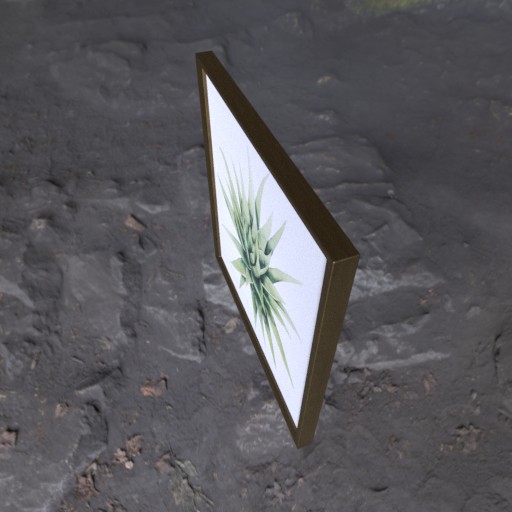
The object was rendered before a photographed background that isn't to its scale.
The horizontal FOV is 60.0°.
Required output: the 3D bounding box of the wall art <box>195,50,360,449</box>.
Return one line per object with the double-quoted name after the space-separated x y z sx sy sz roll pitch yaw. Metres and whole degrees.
0.000 0.000 0.774 0.030 0.506 0.503 -15 49 -14 "wall art"
